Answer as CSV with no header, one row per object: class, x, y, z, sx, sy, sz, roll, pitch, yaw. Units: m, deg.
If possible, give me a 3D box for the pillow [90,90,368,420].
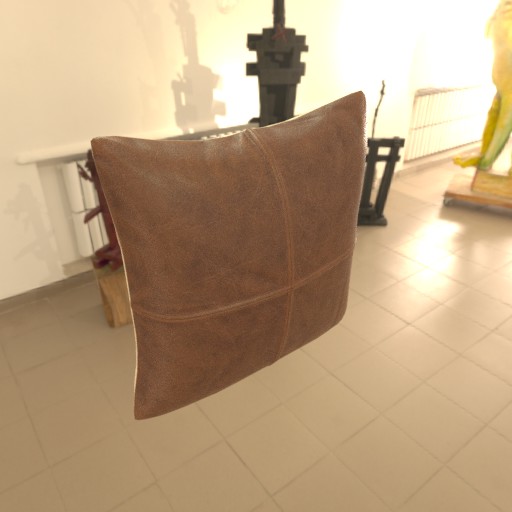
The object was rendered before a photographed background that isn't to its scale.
pillow,0.000,0.000,0.729,0.484,0.470,0.192,-21,36,-32
